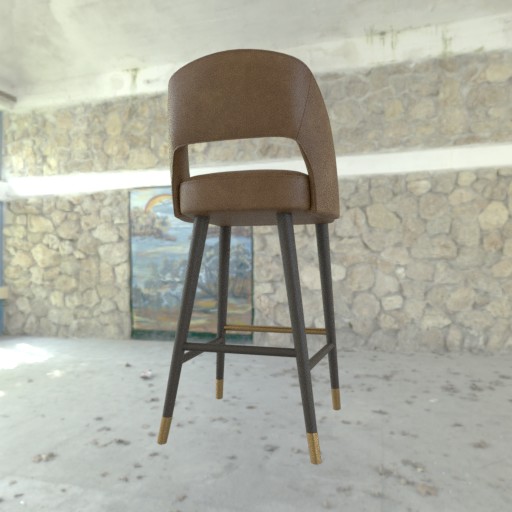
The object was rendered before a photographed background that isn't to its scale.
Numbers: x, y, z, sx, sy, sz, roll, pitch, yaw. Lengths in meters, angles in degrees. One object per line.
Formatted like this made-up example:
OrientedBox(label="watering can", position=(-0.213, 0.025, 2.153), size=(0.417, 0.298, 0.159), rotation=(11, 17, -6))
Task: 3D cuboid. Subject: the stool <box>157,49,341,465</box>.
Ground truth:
OrientedBox(label="stool", position=(0.000, 0.000, 1.349), size=(0.494, 1.037, 0.509), rotation=(0, -1, 17))
